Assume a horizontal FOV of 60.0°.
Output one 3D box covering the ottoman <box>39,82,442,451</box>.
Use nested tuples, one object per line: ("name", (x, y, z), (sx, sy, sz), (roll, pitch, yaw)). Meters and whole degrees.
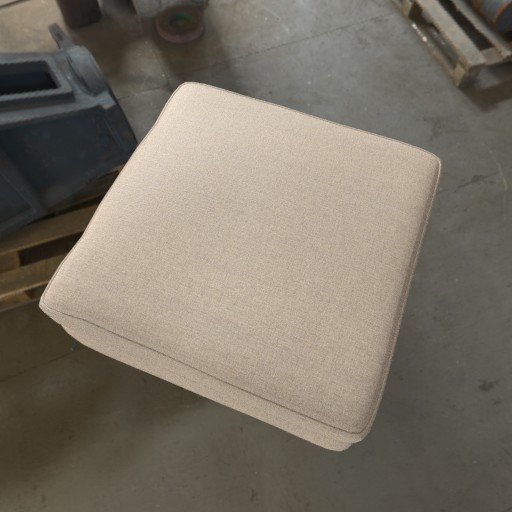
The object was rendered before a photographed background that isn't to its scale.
("ottoman", (0.000, 0.000, 1.318), (0.838, 0.481, 0.838), (20, 66, 9))
